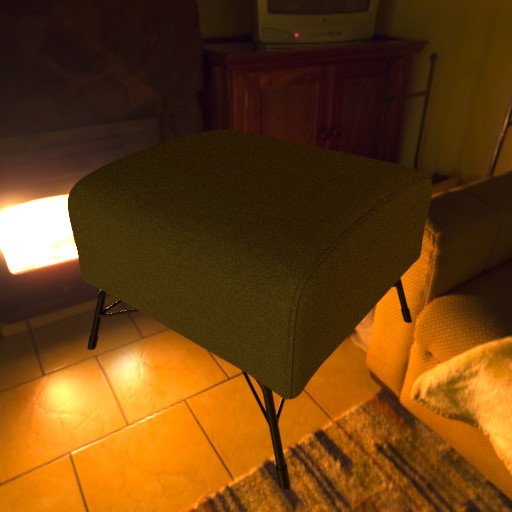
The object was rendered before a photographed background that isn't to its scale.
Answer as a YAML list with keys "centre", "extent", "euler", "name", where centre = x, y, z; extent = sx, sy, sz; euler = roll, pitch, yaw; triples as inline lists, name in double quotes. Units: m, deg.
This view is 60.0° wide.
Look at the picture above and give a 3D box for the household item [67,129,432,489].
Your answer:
- centre: [0.000, 0.000, 0.903]
  extent: [0.530, 0.410, 0.530]
  euler: [22, 37, 32]
  name: "household item"
